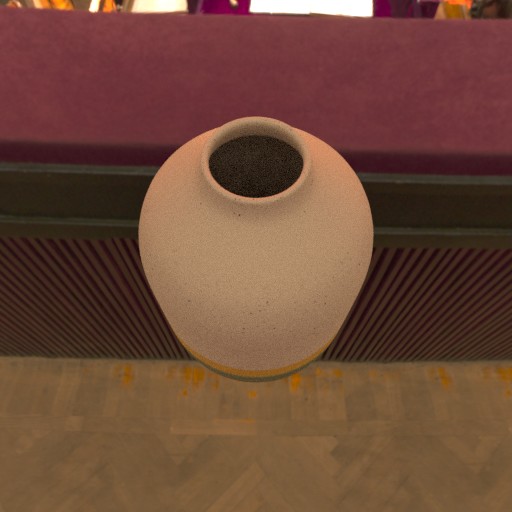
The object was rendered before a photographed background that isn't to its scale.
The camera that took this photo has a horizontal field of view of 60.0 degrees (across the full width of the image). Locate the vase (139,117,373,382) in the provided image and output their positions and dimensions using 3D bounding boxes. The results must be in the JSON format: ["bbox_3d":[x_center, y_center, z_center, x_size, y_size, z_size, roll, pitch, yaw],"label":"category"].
[{"bbox_3d":[0.000,0.000,0.357,0.169,0.240,0.169,0,62,0],"label":"vase"}]
